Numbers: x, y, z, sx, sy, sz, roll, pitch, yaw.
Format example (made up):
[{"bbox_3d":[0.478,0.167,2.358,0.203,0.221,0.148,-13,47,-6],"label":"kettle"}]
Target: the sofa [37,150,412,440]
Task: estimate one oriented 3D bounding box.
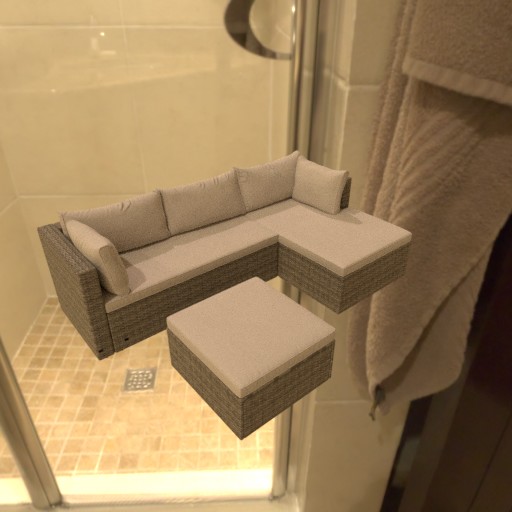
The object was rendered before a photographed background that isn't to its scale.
[{"bbox_3d":[0.000,0.000,2.944,2.192,0.766,1.662,-23,38,-33],"label":"sofa"}]
